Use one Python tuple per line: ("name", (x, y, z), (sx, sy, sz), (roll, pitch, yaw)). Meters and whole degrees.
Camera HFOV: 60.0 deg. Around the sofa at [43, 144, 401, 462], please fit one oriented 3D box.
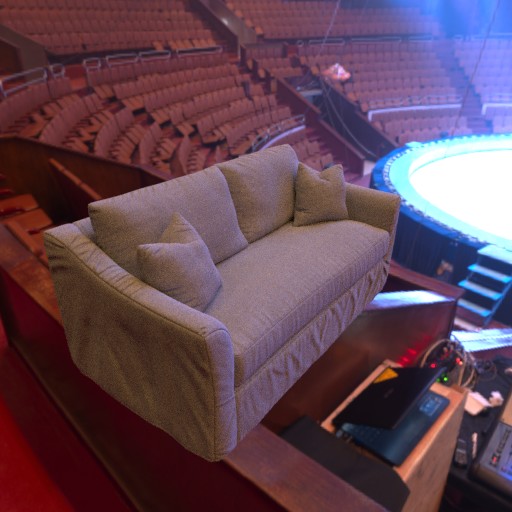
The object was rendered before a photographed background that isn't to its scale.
("sofa", (0.000, 0.000, 2.668), (1.072, 1.018, 2.010), (18, 32, 32))
